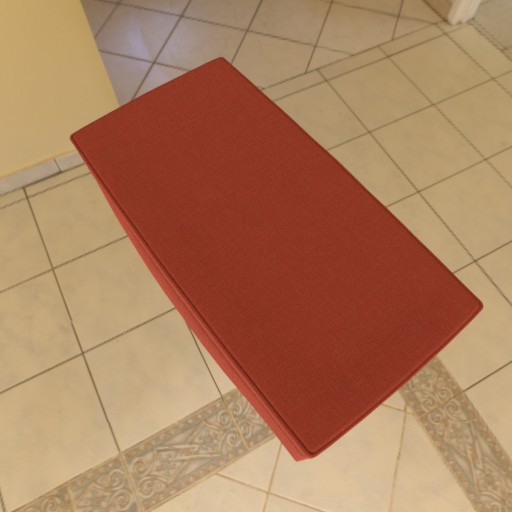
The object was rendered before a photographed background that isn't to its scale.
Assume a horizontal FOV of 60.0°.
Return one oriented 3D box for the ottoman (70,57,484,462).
[{"bbox_3d":[0.000,0.000,1.196,0.497,0.454,0.948,-35,69,-16],"label":"ottoman"}]
